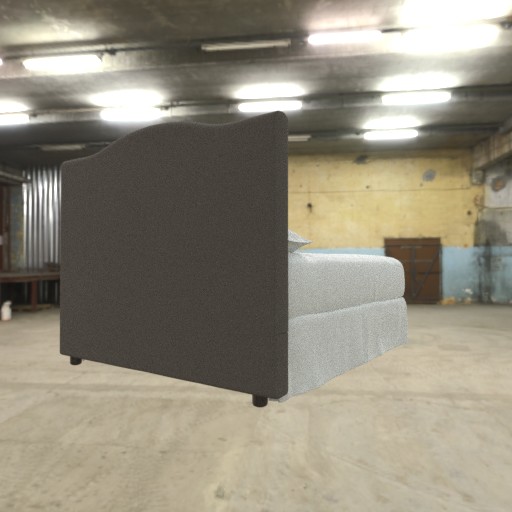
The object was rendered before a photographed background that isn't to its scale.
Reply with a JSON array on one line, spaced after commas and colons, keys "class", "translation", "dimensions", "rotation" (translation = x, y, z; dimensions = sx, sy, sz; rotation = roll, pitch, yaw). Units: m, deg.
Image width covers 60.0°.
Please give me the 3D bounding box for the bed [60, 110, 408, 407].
[{"class": "bed", "translation": [0.000, 0.000, 3.180], "dimensions": [1.666, 1.387, 2.036], "rotation": [-1, -1, 35]}]
